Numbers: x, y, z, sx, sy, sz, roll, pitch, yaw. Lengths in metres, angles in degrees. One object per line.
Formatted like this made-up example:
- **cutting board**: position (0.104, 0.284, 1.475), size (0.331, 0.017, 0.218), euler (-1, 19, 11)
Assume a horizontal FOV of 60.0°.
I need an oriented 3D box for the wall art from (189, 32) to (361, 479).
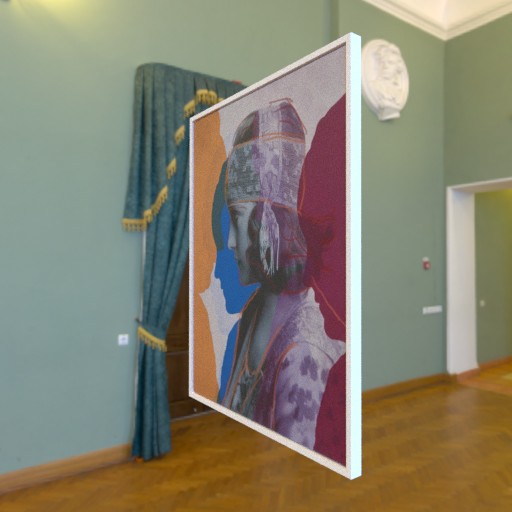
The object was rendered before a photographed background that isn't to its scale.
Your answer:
- **wall art**: position (0.000, 0.000, 1.369), size (0.039, 1.050, 0.795), euler (0, -1, -37)
